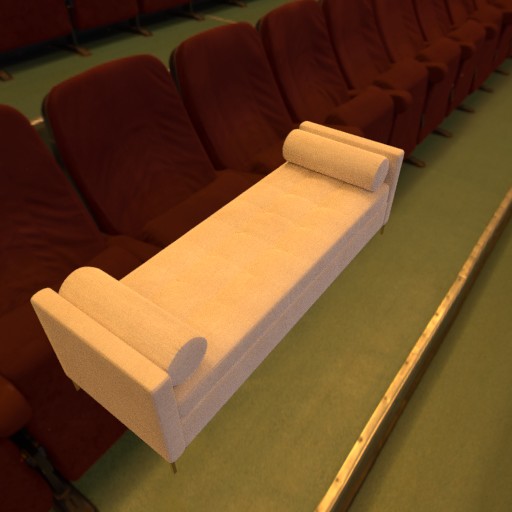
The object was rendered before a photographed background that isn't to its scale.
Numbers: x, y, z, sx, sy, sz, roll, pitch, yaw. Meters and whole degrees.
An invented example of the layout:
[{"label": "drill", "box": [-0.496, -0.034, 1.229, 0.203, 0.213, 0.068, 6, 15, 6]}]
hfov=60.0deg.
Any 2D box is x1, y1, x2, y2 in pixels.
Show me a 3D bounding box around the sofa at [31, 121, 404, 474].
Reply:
[{"label": "sofa", "box": [0.000, 0.000, 2.321, 0.686, 0.635, 1.981, 26, 47, 27]}]
